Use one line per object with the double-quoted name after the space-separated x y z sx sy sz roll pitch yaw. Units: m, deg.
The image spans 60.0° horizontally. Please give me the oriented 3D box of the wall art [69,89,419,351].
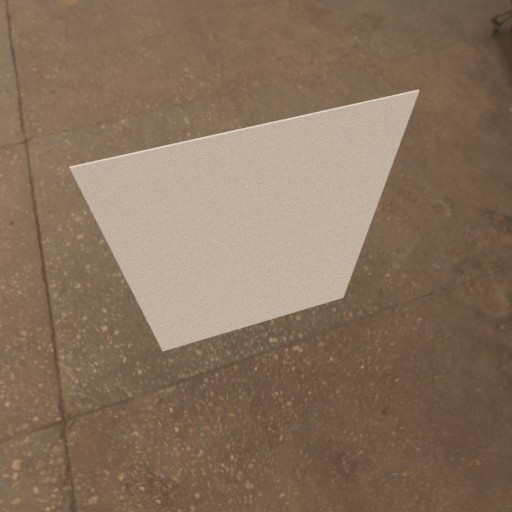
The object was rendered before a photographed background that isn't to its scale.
0.000 0.000 0.813 0.457 0.610 0.003 -15 59 -9 "wall art"
